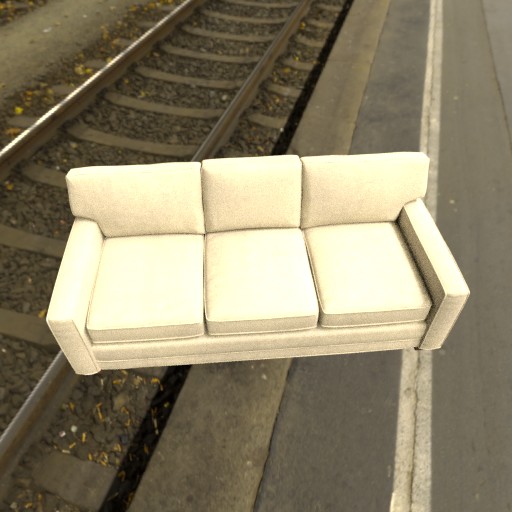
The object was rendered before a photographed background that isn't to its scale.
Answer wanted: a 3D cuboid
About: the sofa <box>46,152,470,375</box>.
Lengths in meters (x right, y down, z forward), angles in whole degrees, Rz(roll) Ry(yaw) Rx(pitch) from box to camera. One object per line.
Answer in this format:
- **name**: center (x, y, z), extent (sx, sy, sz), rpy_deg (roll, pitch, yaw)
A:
- **sofa**: center (0.000, 0.000, 2.555), extent (2.093, 0.862, 0.936), rpy_deg (-3, 46, -3)
